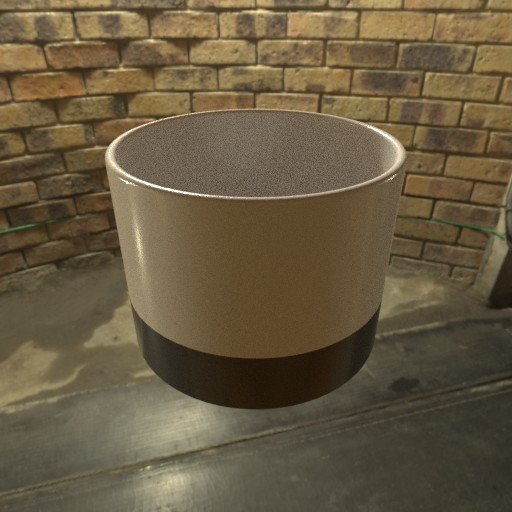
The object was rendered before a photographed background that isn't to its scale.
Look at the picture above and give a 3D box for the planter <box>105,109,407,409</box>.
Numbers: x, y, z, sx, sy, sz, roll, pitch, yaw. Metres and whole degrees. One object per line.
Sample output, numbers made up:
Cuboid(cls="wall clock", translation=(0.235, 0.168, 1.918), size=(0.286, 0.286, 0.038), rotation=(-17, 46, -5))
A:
Cuboid(cls="planter", translation=(0.000, 0.000, 0.339), size=(0.193, 0.177, 0.193), rotation=(0, 31, 0))
